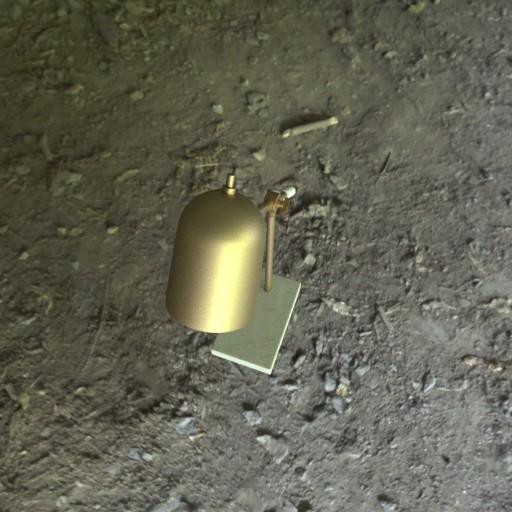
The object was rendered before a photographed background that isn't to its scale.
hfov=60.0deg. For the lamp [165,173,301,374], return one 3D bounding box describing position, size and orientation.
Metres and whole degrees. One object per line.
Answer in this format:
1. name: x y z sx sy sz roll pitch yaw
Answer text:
1. lamp: 0.000 0.000 0.819 0.144 0.603 0.471 17 58 11
